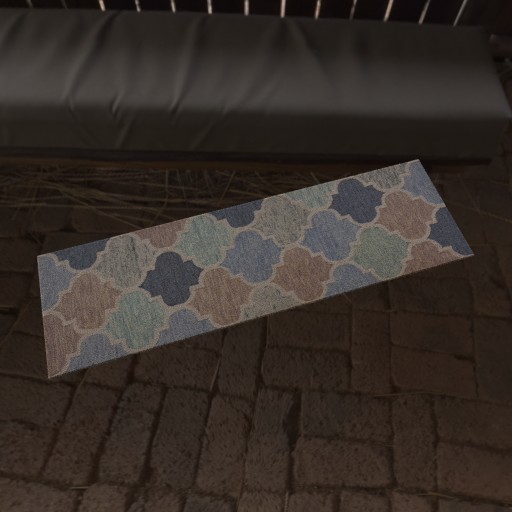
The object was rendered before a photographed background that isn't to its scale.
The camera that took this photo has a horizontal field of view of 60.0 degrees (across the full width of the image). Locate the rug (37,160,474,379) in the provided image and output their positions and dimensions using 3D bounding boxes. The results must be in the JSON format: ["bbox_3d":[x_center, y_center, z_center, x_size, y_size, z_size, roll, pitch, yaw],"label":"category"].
[{"bbox_3d":[0.000,0.000,2.420,2.287,0.011,0.687,-15,65,-7],"label":"rug"}]
